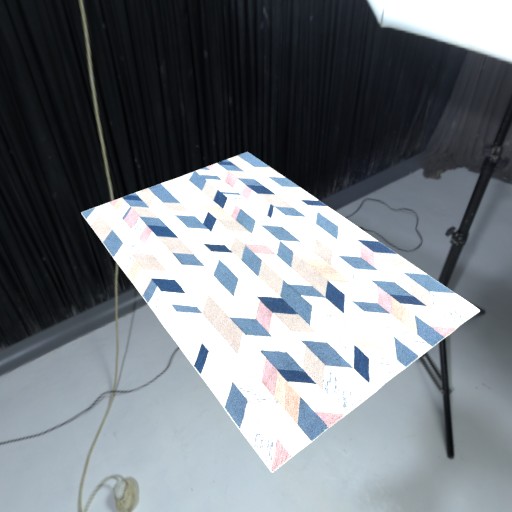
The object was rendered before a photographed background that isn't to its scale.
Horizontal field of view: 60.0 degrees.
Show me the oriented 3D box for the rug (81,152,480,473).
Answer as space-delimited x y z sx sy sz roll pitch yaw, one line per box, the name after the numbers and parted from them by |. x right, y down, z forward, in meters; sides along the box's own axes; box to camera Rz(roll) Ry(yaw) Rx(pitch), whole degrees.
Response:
0.000 0.000 2.288 1.202 0.006 1.813 -26 48 -26 | rug
